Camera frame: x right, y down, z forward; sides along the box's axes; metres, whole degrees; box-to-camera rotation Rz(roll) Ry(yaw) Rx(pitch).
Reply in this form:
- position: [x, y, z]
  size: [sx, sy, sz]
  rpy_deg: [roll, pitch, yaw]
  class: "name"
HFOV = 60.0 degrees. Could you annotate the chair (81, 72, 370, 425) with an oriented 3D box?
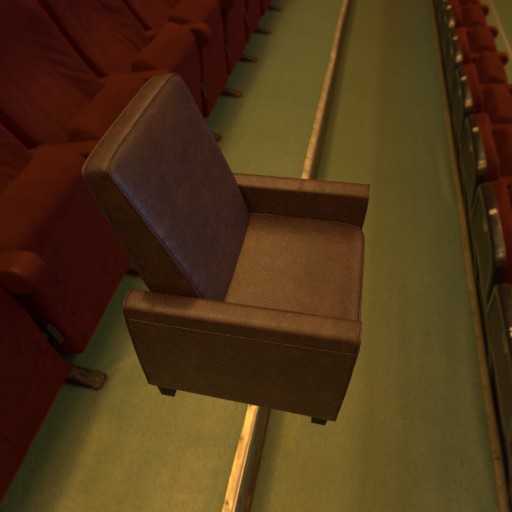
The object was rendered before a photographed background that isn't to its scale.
- position: [0.000, 0.000, 1.506]
  size: [0.746, 1.013, 0.705]
  rpy_deg: [9, 48, 8]
  class: "chair"
